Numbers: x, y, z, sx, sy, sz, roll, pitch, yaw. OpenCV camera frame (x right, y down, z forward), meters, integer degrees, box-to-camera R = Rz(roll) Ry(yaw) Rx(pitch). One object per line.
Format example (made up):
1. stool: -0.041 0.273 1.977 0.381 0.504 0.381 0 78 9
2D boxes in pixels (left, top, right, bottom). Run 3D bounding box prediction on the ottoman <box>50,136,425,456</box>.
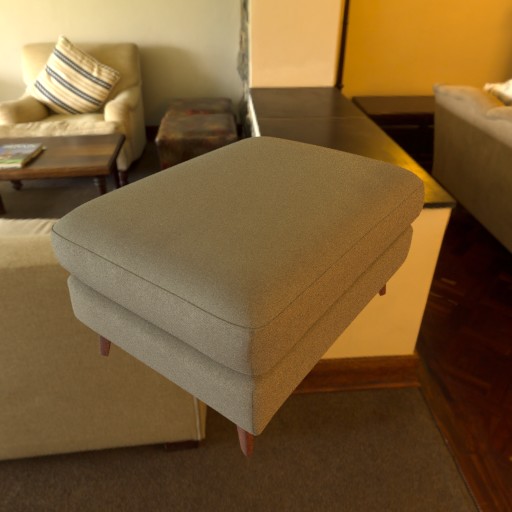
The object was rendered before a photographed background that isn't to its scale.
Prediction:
1. ottoman: 0.000 0.000 1.172 0.608 0.449 0.811 22 38 31
